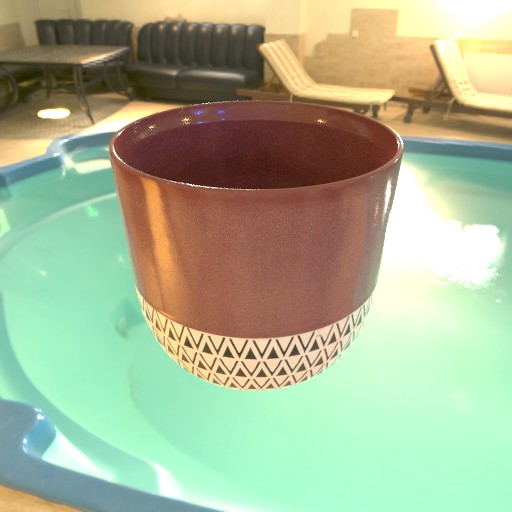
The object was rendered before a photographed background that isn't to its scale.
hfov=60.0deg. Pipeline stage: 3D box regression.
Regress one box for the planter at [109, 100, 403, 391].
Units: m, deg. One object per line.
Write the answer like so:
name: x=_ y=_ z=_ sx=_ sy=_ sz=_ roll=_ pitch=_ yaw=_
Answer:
planter: x=0.000 y=0.000 z=0.485 sx=0.266 sy=0.270 sz=0.266 roll=0 pitch=32 yaw=0
